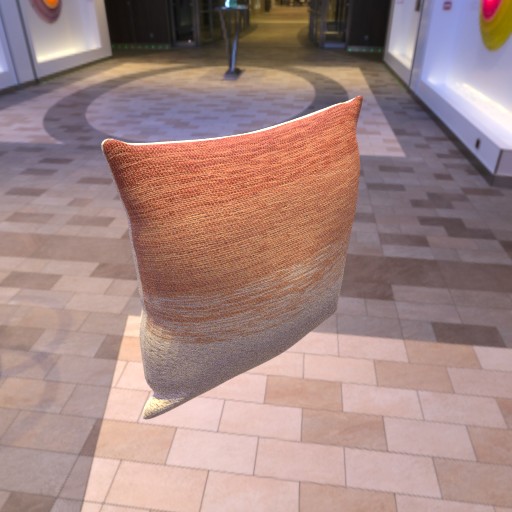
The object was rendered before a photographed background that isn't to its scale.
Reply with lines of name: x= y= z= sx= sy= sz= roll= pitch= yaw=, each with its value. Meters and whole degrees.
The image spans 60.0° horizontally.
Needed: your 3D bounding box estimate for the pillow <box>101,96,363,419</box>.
pillow: x=0.000 y=0.000 z=0.693 sx=0.440 sy=0.441 sz=0.182 roll=-23 pitch=38 yaw=-33
